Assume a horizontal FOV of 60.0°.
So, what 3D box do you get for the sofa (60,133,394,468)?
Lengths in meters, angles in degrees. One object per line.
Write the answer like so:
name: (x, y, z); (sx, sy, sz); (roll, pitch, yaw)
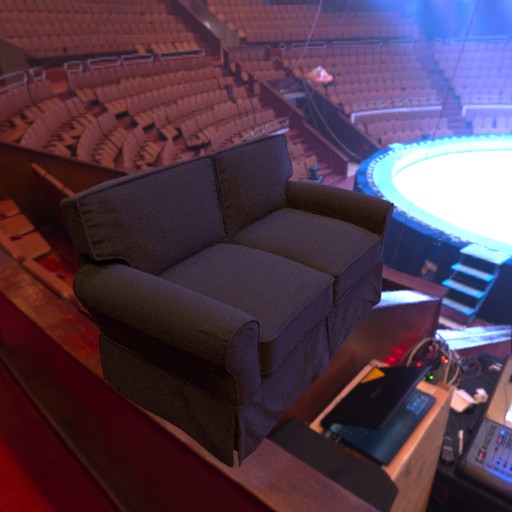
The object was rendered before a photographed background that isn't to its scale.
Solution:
sofa: (0.000, 0.000, 2.454); (0.997, 1.059, 1.801); (17, 31, 31)
